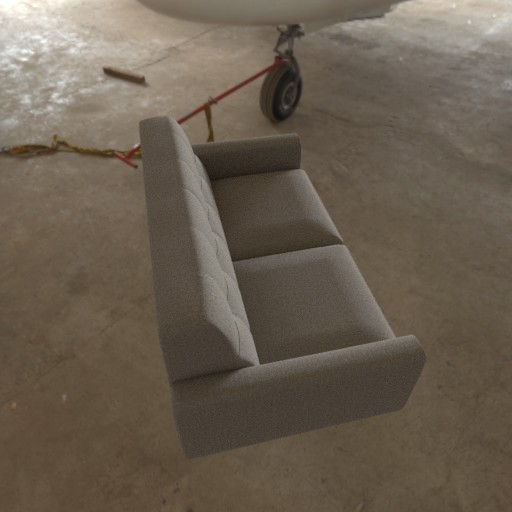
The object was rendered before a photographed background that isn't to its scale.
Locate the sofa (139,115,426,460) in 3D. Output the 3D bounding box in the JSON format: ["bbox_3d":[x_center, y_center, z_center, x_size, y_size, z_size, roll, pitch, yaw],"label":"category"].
[{"bbox_3d":[0.000,0.000,2.206,0.952,0.925,1.651,-9,45,-9],"label":"sofa"}]
